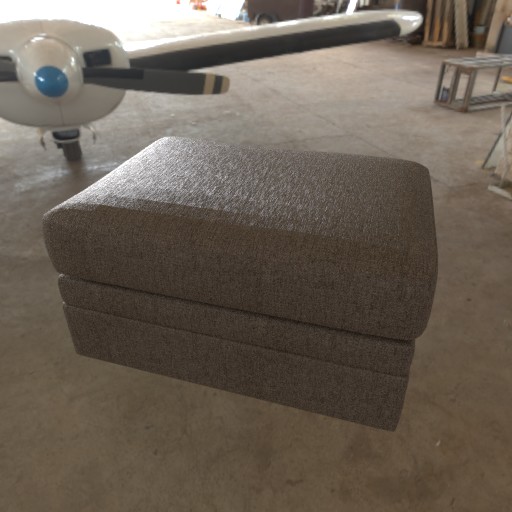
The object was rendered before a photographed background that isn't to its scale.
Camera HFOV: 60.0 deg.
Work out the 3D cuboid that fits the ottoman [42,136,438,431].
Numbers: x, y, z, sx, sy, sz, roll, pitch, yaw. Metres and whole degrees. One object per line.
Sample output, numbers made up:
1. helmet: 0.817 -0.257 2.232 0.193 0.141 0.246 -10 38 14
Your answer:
1. ottoman: 0.000 0.000 1.230 0.885 0.478 0.637 9 34 14
